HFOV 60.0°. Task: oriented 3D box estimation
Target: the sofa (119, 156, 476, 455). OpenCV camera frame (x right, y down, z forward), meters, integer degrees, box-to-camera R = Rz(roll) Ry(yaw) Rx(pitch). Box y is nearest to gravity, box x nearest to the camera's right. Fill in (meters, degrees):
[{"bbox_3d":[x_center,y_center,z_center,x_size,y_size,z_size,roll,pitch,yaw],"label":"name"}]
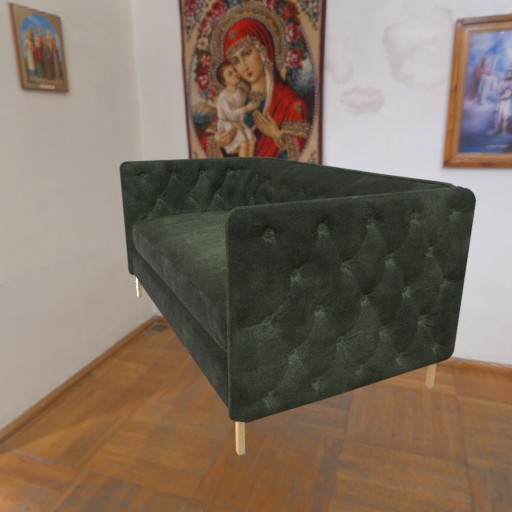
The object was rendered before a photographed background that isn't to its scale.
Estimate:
[{"bbox_3d":[0.000,0.000,2.010,0.895,0.768,1.537,-8,19,-25],"label":"sofa"}]
